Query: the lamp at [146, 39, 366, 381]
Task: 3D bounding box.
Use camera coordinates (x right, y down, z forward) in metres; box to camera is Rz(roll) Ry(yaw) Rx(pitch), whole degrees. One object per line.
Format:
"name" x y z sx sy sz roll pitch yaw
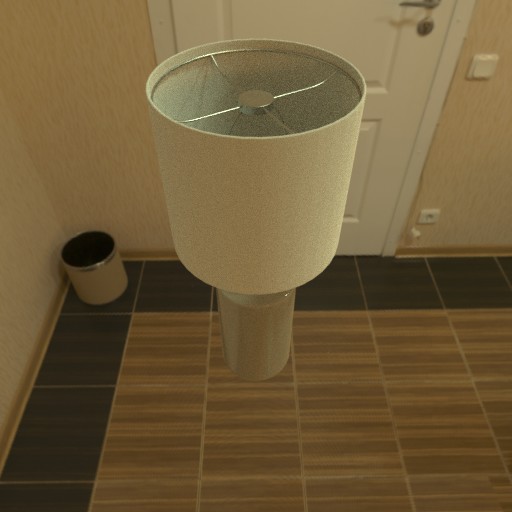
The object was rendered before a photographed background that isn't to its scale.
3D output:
"lamp" 0.000 0.000 0.608 0.212 0.493 0.212 -23 50 -20
